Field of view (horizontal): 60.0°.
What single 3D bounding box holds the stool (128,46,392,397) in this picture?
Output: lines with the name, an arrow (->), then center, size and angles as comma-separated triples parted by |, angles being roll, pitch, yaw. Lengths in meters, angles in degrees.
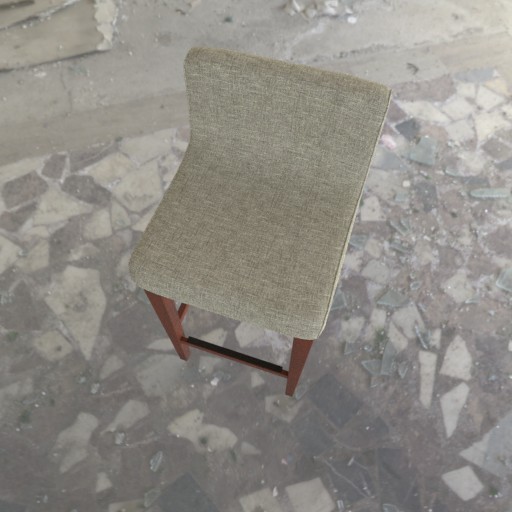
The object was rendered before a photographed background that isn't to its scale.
stool -> 0.000, 0.000, 1.125 | 0.417, 0.835, 0.459 | 16, 60, 9
